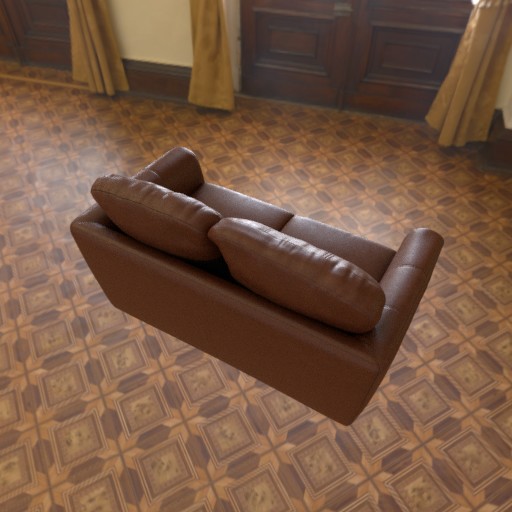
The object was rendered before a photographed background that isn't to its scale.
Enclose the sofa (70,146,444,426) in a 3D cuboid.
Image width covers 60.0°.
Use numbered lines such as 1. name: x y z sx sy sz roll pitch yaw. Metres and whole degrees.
1. sofa: 0.000 0.000 1.959 1.406 0.906 0.805 22 50 20
